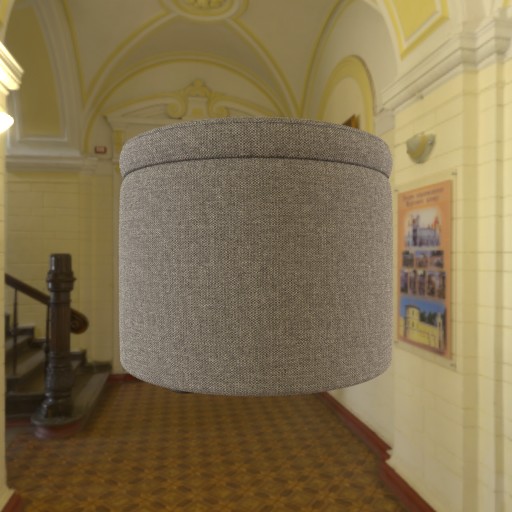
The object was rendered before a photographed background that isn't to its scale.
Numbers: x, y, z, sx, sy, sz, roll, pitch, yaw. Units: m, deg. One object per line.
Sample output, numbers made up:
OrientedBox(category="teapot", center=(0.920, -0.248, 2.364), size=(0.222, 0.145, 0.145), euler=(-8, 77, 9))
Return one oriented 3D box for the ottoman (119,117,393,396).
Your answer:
OrientedBox(category="ottoman", center=(0.000, 0.000, 0.880), size=(0.520, 0.430, 0.520), euler=(0, 0, 0))
